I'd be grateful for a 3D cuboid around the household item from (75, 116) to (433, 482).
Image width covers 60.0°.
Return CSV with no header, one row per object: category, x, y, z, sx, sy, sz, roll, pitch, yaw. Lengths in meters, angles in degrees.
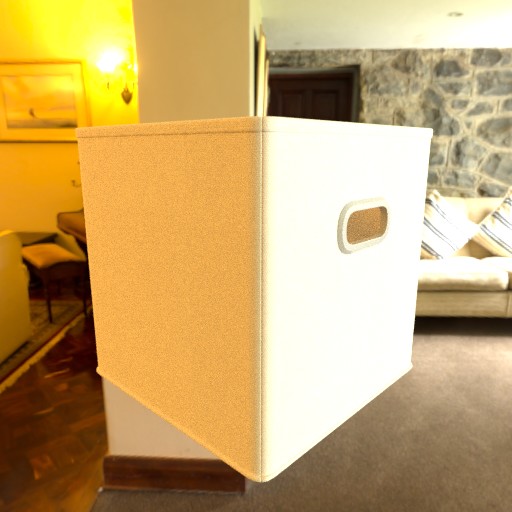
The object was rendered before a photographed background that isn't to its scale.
household item,0.000,0.000,0.551,0.305,0.305,0.305,13,19,42
